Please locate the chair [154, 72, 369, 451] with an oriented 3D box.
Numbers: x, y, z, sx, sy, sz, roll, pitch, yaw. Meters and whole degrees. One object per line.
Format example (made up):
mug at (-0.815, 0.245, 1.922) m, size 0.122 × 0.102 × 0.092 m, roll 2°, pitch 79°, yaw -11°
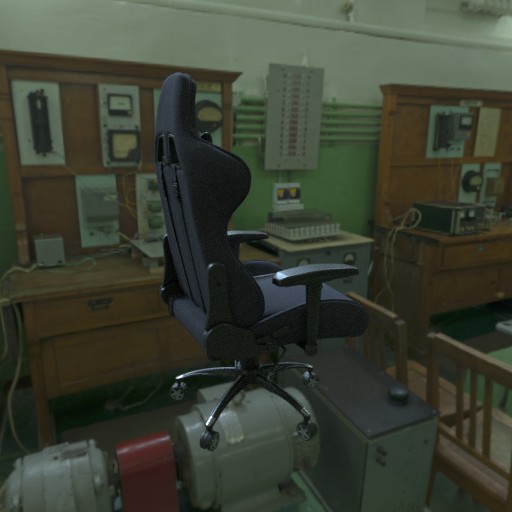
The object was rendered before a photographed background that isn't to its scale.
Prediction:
chair at (0.000, 0.000, 1.742) m, size 0.695 × 1.300 × 0.730 m, roll -7°, pitch 16°, yaw -26°
